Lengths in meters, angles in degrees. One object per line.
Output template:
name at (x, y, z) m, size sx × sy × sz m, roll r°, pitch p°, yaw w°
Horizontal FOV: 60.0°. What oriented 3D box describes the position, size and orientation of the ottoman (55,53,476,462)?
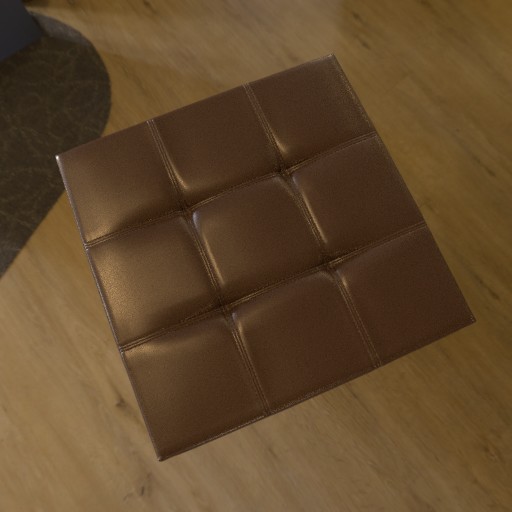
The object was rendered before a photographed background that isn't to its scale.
ottoman at (0.000, 0.000, 1.265) m, size 0.788 × 0.460 × 0.787 m, roll -22°, pitch 77°, yaw -5°
